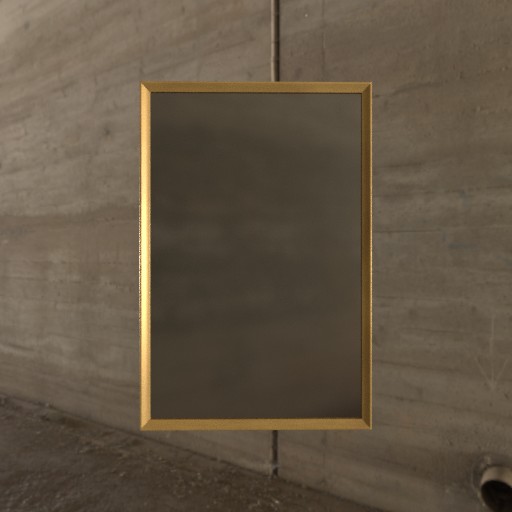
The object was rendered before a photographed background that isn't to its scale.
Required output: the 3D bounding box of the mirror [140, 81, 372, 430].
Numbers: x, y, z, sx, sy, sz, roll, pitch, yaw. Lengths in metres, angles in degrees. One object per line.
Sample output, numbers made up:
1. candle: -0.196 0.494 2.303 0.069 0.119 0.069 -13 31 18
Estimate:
1. mirror: 0.000 0.000 1.183 0.609 0.915 0.041 0 0 -1
